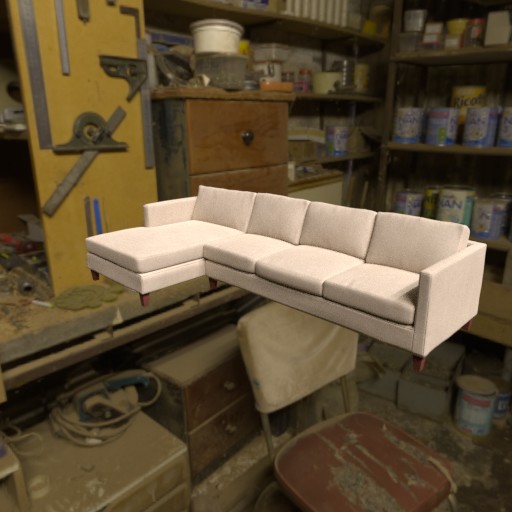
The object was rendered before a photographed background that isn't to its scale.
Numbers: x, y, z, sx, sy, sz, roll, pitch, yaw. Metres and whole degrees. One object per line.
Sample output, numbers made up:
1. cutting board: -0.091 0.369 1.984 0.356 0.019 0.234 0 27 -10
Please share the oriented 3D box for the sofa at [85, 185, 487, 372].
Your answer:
1. sofa: 0.000 0.000 3.827 3.186 0.846 1.625 16 23 42
